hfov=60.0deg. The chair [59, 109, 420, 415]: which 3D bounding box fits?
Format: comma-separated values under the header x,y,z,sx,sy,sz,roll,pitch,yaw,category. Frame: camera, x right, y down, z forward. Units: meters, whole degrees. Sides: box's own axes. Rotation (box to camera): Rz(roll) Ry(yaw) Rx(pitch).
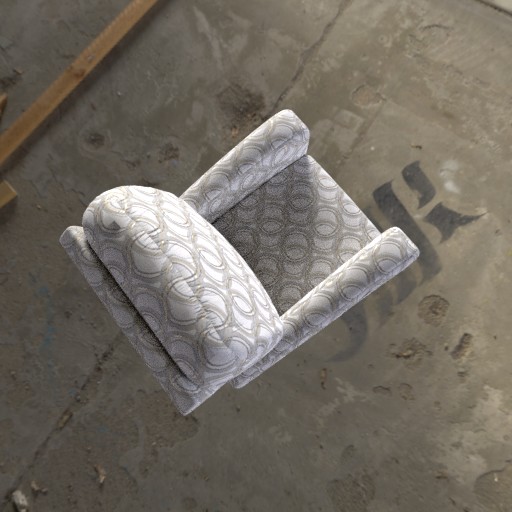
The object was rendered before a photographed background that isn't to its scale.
x,y,z,sx,sy,sz,roll,pitch,yaw,category
0.000,0.000,1.735,0.995,1.065,0.796,-37,79,-9,chair
